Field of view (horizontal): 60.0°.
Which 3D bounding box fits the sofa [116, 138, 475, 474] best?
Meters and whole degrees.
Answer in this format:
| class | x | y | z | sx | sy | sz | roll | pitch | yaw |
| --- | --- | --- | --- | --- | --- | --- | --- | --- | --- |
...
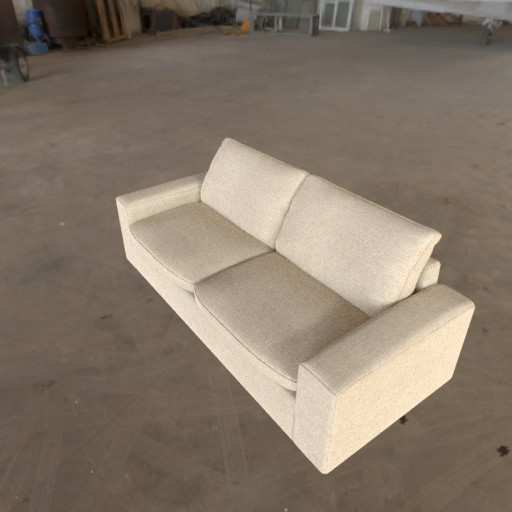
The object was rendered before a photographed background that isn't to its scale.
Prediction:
| class | x | y | z | sx | sy | sz | roll | pitch | yaw |
| --- | --- | --- | --- | --- | --- | --- | --- | --- | --- |
| sofa | 0.000 | 0.000 | 2.784 | 1.040 | 0.922 | 2.299 | -21 | 38 | -30 |
